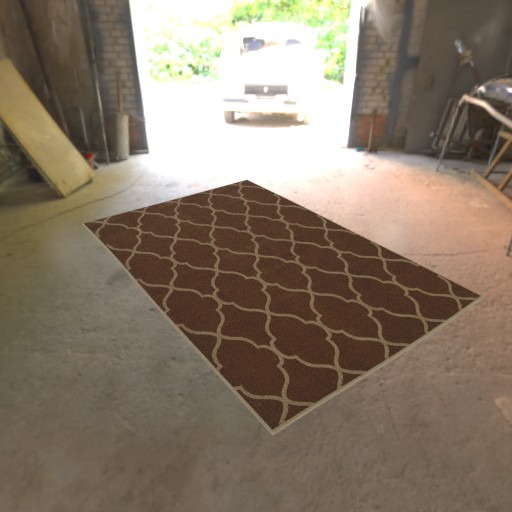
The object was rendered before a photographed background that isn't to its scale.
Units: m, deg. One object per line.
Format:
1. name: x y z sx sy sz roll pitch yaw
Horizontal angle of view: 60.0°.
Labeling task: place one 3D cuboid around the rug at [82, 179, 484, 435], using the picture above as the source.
1. rug: 0.000 0.000 2.891 1.528 0.014 2.294 -21 37 -31
